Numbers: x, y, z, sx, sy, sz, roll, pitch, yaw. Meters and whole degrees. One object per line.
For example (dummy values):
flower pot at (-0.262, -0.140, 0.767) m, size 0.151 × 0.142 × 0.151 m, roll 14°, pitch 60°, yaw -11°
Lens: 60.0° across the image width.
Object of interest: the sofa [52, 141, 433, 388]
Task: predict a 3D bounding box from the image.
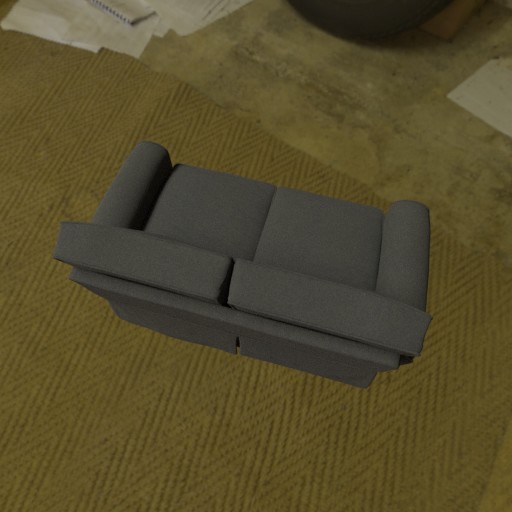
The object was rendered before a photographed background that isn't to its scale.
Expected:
sofa at (0.000, 0.000, 2.441) m, size 1.801 × 1.059 × 0.997 m, roll 14°, pitch 64°, yaw 7°
